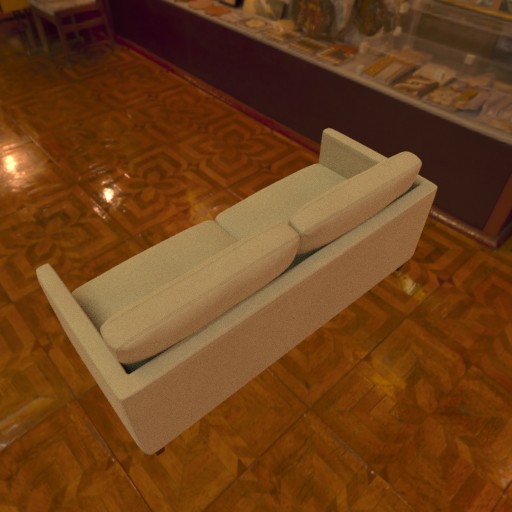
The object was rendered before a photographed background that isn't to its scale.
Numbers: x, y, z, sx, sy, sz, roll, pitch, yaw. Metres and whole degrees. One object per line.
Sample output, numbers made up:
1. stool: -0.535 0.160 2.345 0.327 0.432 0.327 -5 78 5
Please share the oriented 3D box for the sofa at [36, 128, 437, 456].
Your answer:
1. sofa: 0.000 0.000 2.650 2.181 0.932 0.948 -31 54 -27
